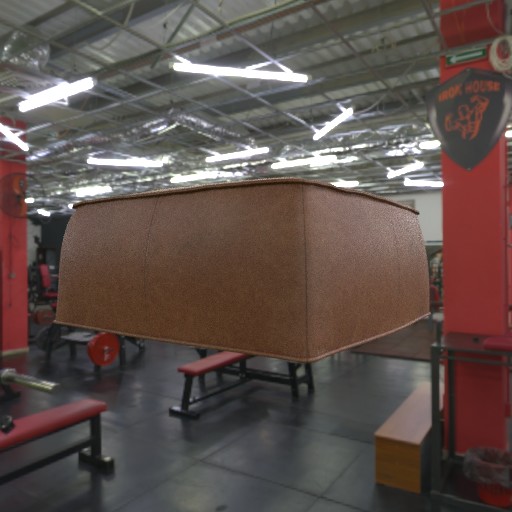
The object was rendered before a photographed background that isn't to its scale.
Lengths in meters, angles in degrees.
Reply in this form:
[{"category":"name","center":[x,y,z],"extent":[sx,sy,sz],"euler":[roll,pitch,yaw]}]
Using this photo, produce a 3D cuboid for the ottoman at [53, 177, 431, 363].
[{"category":"ottoman","center":[0.000,0.000,1.399],"extent":[0.901,0.395,0.902],"euler":[0,0,35]}]
